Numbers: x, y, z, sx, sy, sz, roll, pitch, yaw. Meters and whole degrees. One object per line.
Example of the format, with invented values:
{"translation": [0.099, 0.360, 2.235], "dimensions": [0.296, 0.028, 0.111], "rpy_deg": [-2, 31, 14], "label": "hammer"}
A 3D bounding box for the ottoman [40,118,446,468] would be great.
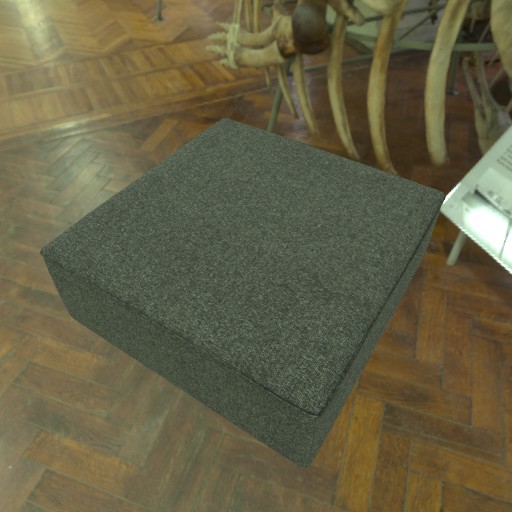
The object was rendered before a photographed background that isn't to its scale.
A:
{"translation": [0.000, 0.000, 1.614], "dimensions": [1.017, 0.423, 1.021], "rpy_deg": [26, 51, 23], "label": "ottoman"}
